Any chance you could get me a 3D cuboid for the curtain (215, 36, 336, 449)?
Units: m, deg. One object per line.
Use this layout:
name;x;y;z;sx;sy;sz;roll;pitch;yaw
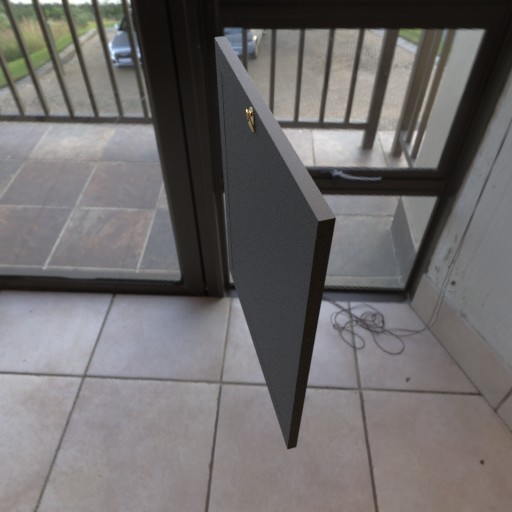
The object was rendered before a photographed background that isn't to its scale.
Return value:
curtain;0.000;0.000;0.800;0.027;0.585;0.483;-11;47;-11
